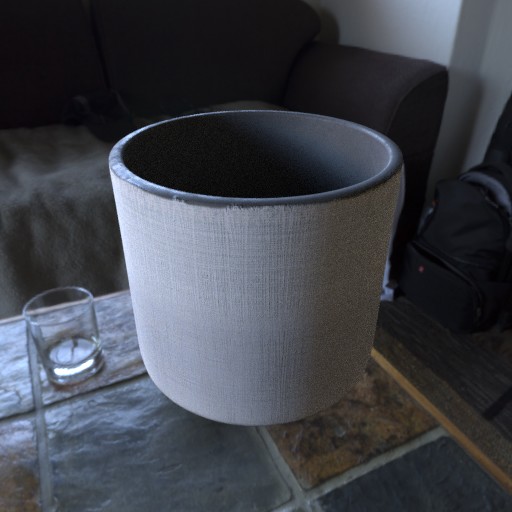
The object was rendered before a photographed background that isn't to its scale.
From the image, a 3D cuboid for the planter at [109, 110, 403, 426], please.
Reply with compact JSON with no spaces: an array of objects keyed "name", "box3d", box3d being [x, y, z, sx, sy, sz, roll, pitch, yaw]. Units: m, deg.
[{"name":"planter","box3d":[0.000,0.000,0.389,0.221,0.201,0.221,0,32,0]}]
